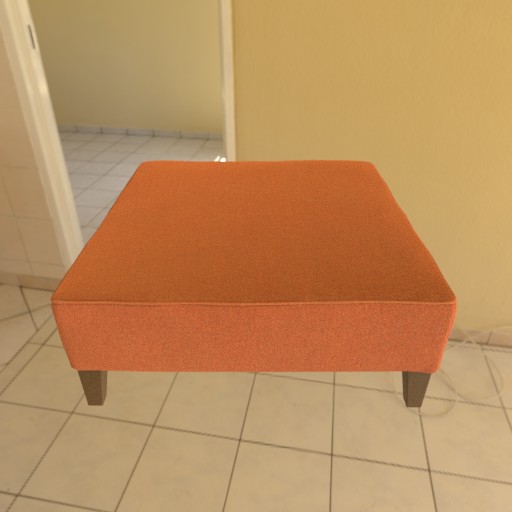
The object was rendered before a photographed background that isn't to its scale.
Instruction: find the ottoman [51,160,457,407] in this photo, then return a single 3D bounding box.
[{"bbox_3d":[0.000,0.000,1.549,0.997,0.438,0.999,0,31,0],"label":"ottoman"}]
